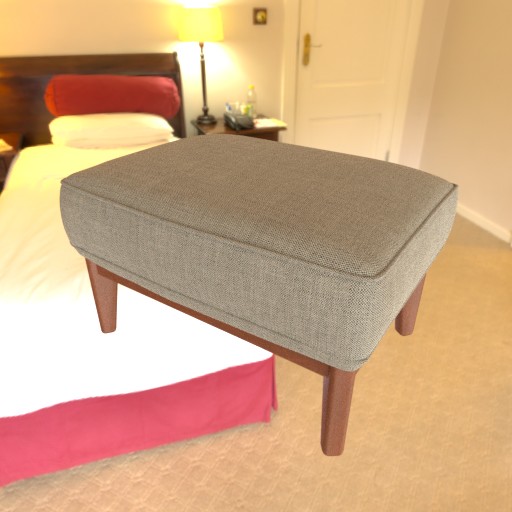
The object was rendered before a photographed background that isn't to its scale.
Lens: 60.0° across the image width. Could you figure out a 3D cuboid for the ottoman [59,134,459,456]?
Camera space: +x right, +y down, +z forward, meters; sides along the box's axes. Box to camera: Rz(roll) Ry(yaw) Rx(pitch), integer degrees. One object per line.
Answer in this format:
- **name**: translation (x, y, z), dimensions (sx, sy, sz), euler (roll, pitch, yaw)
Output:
- **ottoman**: translation (0.000, 0.000, 1.048), dimensions (0.750, 0.458, 0.555), euler (18, 34, 29)
